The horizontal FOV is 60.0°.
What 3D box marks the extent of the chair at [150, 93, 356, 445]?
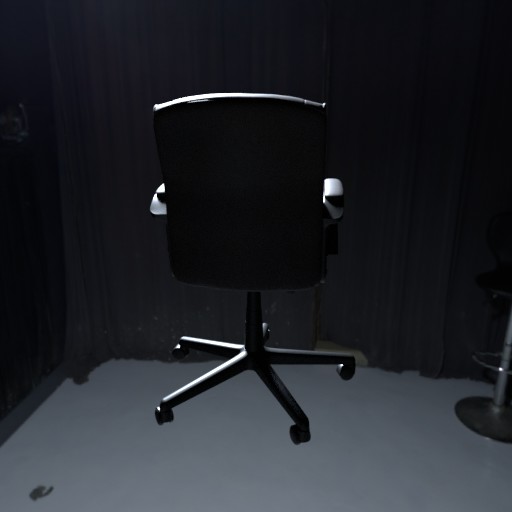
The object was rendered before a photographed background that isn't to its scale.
[{"bbox_3d":[0.000,0.000,1.518,0.739,1.004,0.717,2,16,8],"label":"chair"}]
